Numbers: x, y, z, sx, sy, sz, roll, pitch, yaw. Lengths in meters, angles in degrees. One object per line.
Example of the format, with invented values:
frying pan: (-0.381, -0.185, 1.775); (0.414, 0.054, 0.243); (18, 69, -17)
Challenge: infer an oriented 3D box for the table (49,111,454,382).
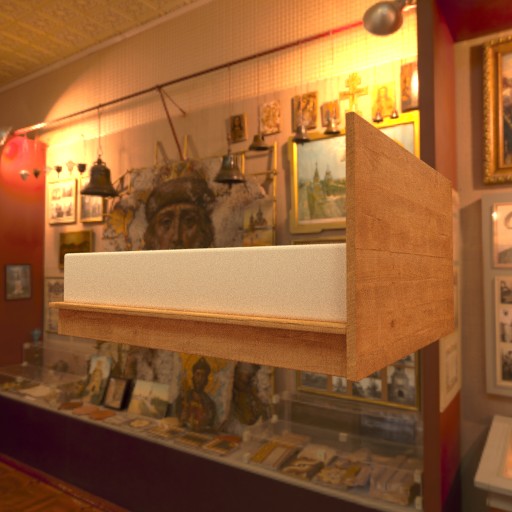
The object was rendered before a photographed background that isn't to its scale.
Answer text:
table: (0.000, 0.000, 3.010); (2.149, 1.041, 1.707); (-1, -2, 35)
